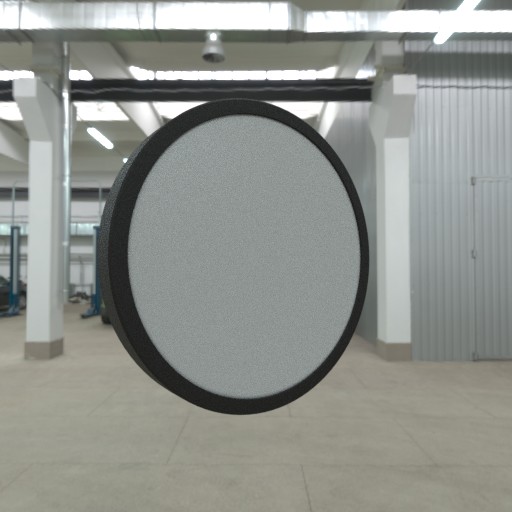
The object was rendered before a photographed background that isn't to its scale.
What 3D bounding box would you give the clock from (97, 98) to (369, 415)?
[{"bbox_3d":[0.000,0.000,0.430,0.293,0.293,0.040,1,-2,-35],"label":"clock"}]
